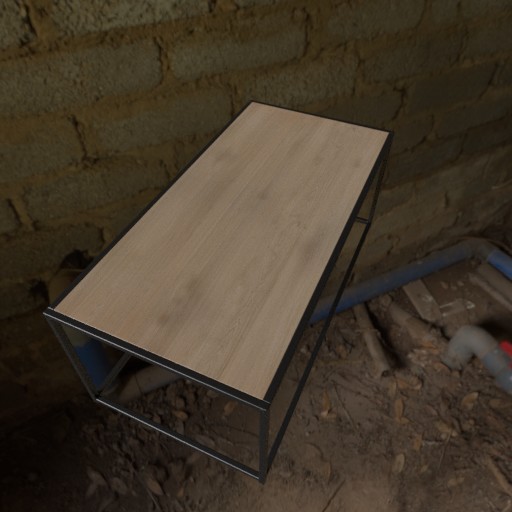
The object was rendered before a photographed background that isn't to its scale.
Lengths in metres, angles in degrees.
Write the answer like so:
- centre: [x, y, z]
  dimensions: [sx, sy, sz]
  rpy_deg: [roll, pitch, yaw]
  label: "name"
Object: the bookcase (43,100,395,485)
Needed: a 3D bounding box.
- centre: [0.000, 0.000, 1.289]
  dimensions: [0.500, 0.400, 1.000]
  rpy_deg: [18, 49, 17]
  label: "bookcase"
